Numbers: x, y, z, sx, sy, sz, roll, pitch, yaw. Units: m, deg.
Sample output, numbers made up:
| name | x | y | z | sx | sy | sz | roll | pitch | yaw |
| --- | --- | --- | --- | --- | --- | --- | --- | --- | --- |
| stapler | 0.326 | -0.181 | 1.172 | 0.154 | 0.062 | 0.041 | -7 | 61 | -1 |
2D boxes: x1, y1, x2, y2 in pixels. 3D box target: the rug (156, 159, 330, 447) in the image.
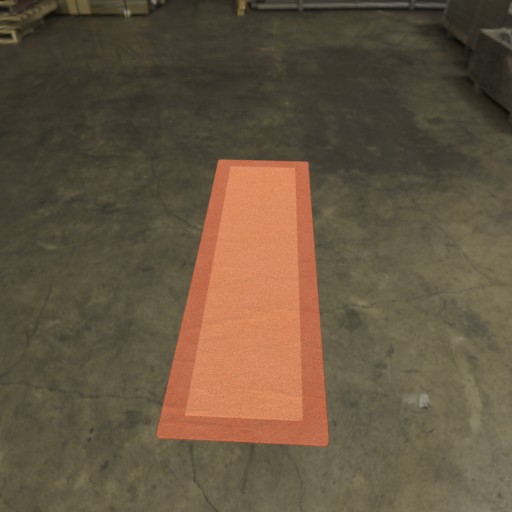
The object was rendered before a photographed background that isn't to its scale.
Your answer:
| name | x | y | z | sx | sy | sz | roll | pitch | yaw |
| --- | --- | --- | --- | --- | --- | --- | --- | --- | --- |
| rug | 0.000 | 0.000 | 2.821 | 0.914 | 0.013 | 2.471 | -1 | 41 | -1 |
